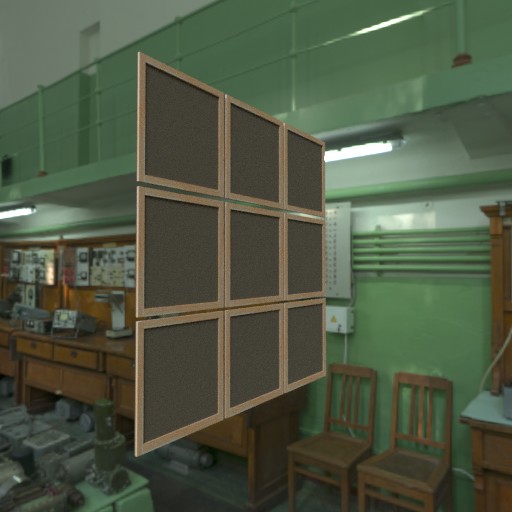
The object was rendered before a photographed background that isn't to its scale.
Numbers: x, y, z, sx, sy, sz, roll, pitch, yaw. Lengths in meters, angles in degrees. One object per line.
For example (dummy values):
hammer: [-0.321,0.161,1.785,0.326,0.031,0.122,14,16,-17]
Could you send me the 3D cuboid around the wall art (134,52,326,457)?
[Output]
wall art: [0.000,0.000,1.826,0.013,1.218,1.216,-1,-2,36]
